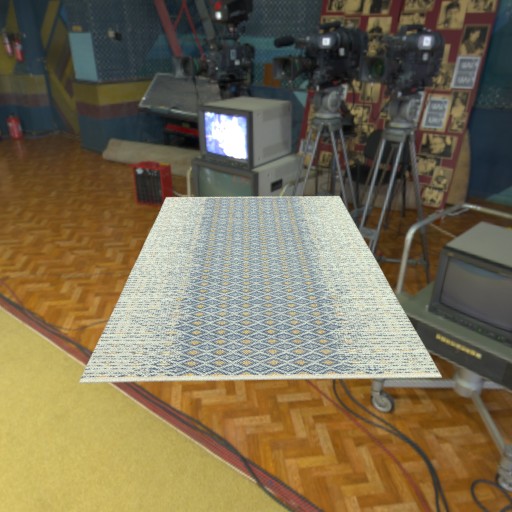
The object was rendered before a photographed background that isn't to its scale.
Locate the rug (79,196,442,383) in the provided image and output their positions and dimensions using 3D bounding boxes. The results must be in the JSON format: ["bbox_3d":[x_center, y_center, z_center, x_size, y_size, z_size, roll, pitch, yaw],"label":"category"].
[{"bbox_3d":[0.000,0.000,2.300,1.219,0.005,1.828,-1,27,-1],"label":"rug"}]
